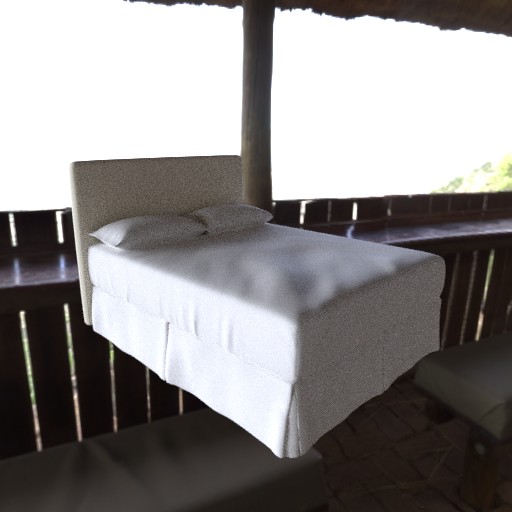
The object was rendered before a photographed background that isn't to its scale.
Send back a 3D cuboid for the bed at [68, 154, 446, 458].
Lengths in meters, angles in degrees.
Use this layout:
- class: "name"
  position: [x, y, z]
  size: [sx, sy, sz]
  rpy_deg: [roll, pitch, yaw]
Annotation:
- class: "bed"
  position: [0.000, 0.000, 3.177]
  size: [2.147, 1.330, 1.714]
  rpy_deg: [14, 21, 43]
